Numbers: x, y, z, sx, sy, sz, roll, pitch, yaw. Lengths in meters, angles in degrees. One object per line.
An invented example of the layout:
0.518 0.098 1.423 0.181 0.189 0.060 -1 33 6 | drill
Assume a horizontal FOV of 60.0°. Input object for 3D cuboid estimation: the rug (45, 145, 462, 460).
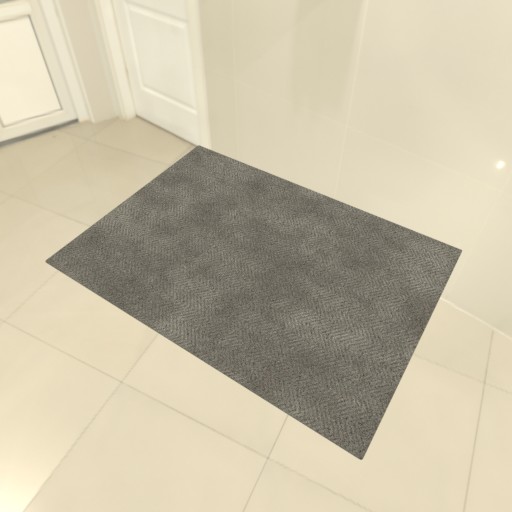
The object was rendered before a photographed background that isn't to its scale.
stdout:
0.000 0.000 2.915 2.235 0.008 1.600 26 52 22 | rug
